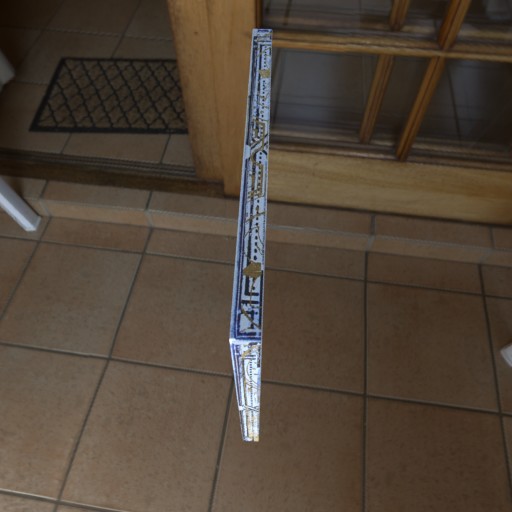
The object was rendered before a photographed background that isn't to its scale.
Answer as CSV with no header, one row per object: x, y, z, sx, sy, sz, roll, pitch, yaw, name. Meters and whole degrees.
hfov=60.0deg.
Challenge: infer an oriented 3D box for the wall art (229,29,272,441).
0.000,0.000,0.910,0.036,0.607,0.609,2,58,1,wall art
